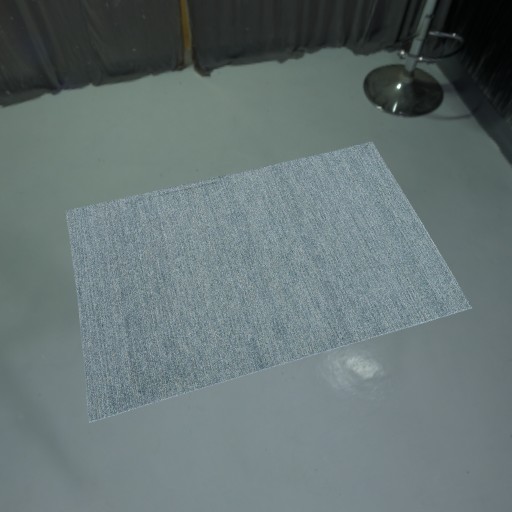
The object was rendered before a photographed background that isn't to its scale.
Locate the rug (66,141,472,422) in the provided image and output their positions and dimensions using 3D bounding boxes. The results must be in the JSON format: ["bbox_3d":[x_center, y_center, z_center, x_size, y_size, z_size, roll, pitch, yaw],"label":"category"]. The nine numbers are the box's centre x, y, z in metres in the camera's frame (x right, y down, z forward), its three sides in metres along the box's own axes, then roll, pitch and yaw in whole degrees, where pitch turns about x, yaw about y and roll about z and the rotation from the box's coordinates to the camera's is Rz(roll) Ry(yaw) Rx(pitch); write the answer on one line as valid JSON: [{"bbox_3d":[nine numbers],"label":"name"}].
[{"bbox_3d":[0.000,0.000,2.303,1.853,0.022,1.174,-14,60,-9],"label":"rug"}]
